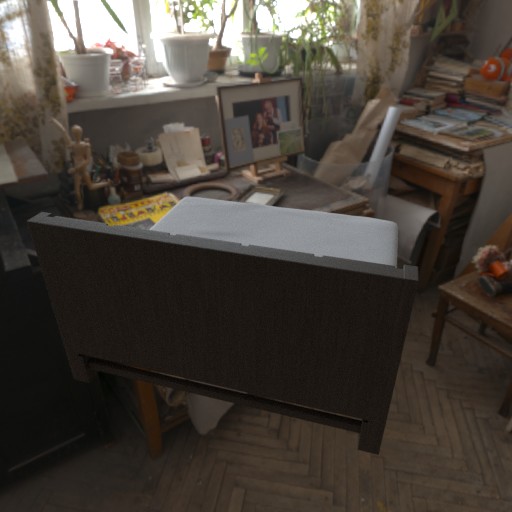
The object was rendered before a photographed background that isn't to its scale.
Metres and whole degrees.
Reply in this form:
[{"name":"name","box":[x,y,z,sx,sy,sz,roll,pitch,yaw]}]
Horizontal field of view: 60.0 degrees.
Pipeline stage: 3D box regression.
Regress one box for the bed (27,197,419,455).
[{"name":"bed","box":[0.000,0.000,3.424,2.134,1.270,2.012,9,32,14]}]
